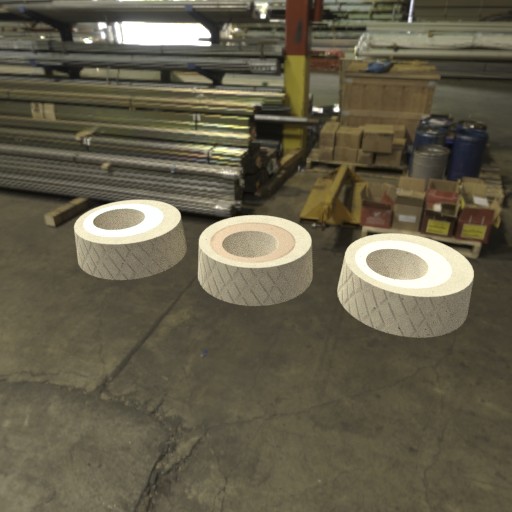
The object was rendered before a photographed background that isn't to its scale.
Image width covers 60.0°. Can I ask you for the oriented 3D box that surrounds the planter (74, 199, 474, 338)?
[{"bbox_3d":[0.000,0.000,0.431,0.390,0.038,0.114,9,31,15],"label":"planter"}]
